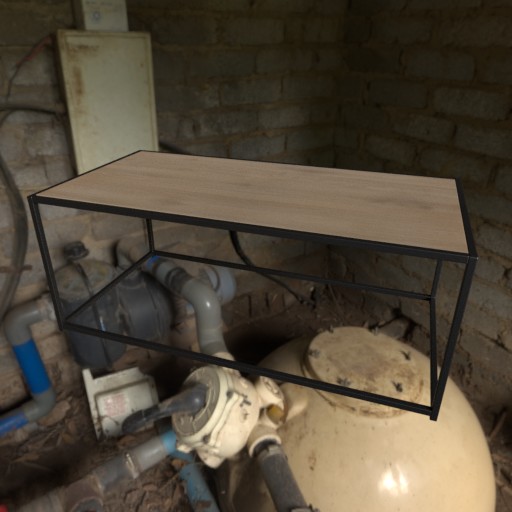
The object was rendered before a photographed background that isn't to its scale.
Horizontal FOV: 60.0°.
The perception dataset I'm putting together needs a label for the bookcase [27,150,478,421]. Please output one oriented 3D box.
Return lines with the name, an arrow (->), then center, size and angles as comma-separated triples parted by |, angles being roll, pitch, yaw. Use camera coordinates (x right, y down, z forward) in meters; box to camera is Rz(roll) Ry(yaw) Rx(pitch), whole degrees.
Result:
bookcase -> 0.000, 0.000, 1.224 | 1.000, 0.400, 0.500 | 9, 28, 17
